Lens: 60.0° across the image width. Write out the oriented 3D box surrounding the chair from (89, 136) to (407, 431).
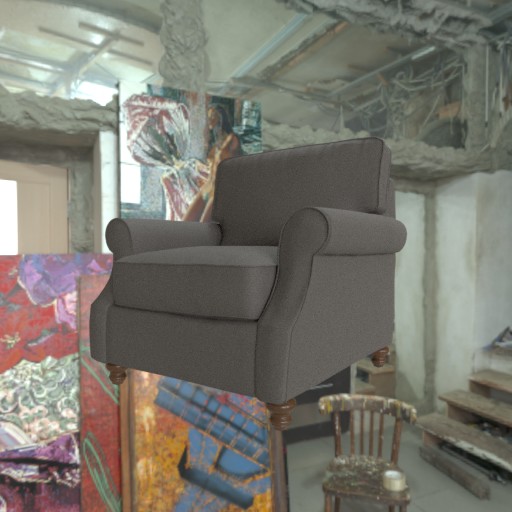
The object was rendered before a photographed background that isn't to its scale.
[{"bbox_3d":[0.000,0.000,1.787,1.029,0.967,0.966,1,1,35],"label":"chair"}]
